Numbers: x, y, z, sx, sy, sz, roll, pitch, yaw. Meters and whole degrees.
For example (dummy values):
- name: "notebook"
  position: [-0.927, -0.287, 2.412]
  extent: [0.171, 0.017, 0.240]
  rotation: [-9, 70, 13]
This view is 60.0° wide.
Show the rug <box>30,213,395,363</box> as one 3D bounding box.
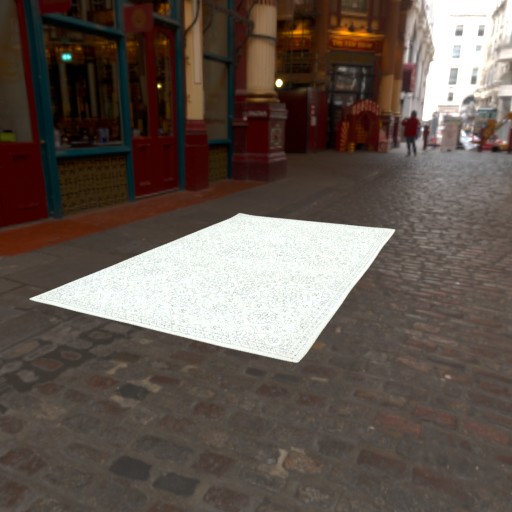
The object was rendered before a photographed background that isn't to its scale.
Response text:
- name: "rug"
  position: [0.000, 0.000, 3.080]
  extent: [1.518, 0.023, 2.434]
  rotation: [8, 19, 24]
